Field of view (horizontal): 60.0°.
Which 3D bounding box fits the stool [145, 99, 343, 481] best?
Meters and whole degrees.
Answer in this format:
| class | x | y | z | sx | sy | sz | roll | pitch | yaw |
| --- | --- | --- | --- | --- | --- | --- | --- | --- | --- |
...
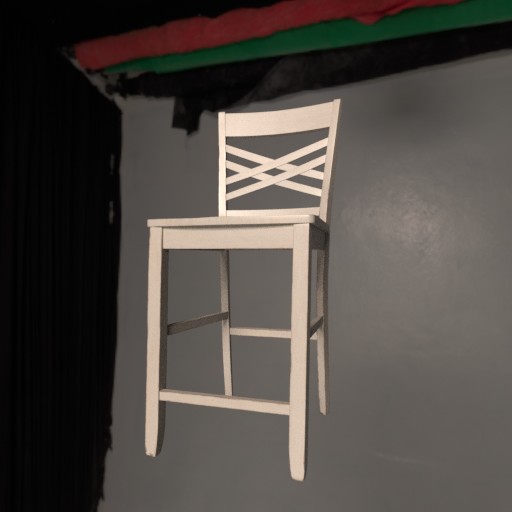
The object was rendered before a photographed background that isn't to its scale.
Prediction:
| class | x | y | z | sx | sy | sz | roll | pitch | yaw |
| --- | --- | --- | --- | --- | --- | --- | --- | --- | --- |
| stool | 0.000 | 0.000 | 1.367 | 0.462 | 1.079 | 0.539 | 0 | 0 | 19 |
